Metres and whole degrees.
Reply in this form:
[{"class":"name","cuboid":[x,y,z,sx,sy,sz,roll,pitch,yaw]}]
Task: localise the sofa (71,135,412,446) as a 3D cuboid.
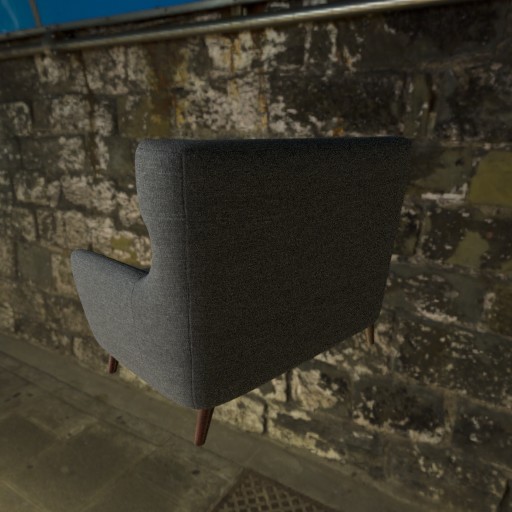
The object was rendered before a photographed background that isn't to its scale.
[{"class":"sofa","cuboid":[0.000,0.000,1.963,1.358,1.028,0.874,-15,22,-42]}]
